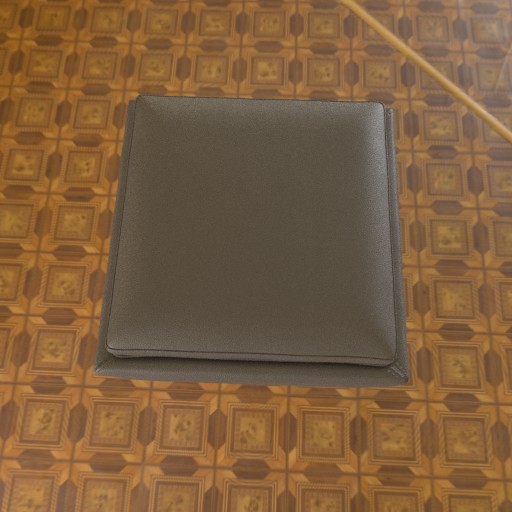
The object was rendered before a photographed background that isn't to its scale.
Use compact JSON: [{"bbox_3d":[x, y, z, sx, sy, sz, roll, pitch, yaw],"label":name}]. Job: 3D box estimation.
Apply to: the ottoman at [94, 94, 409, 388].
[{"bbox_3d":[0.000,0.000,0.811,0.450,0.460,0.451,2,74,1],"label":"ottoman"}]
